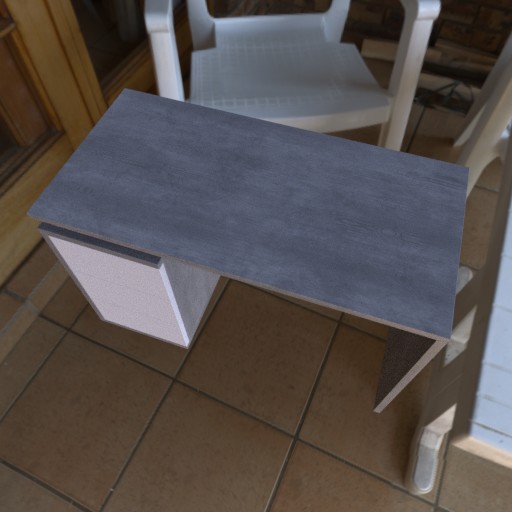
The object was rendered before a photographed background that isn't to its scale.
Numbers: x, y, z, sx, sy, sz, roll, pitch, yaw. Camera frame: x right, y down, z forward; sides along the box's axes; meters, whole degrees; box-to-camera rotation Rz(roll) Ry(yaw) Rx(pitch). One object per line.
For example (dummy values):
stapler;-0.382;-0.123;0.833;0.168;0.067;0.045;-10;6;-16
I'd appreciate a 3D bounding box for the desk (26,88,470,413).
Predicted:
desk;0.000;0.000;1.641;1.200;0.740;0.600;16;59;10
